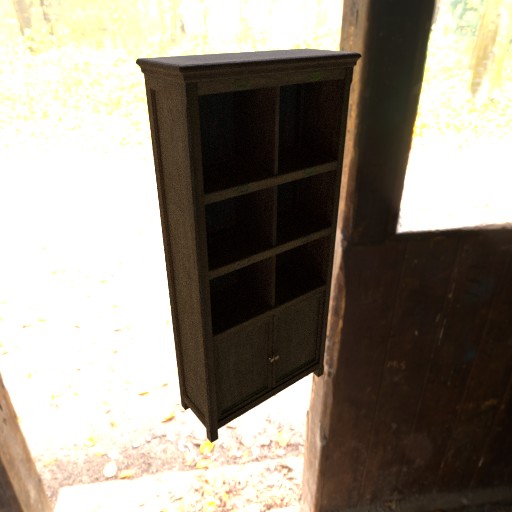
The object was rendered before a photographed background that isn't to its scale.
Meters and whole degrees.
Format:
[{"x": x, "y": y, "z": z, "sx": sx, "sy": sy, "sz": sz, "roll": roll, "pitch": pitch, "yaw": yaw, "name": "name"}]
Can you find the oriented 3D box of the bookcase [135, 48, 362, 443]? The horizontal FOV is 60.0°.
[{"x": 0.000, "y": 0.000, "z": 2.271, "sx": 0.906, "sy": 1.880, "sz": 0.348, "roll": -20, "pitch": 35, "yaw": -32, "name": "bookcase"}]
